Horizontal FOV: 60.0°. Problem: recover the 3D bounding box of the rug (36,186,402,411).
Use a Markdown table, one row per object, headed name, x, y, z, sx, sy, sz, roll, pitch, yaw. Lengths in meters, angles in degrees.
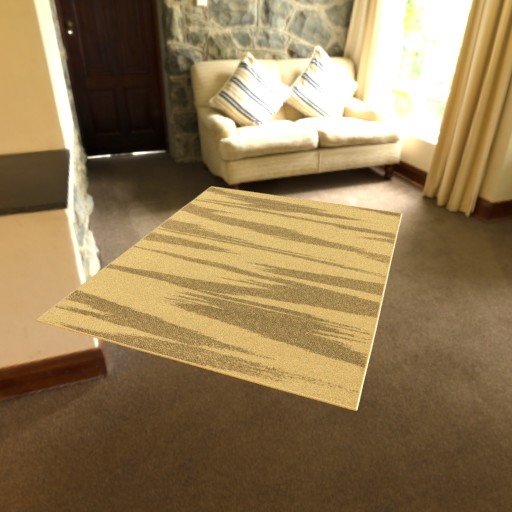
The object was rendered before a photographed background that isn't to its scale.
| name | x | y | z | sx | sy | sz | roll | pitch | yaw |
| --- | --- | --- | --- | --- | --- | --- | --- | --- | --- |
| rug | 0.000 | 0.000 | 4.076 | 2.353 | 0.014 | 2.945 | 11 | 31 | 18 |
